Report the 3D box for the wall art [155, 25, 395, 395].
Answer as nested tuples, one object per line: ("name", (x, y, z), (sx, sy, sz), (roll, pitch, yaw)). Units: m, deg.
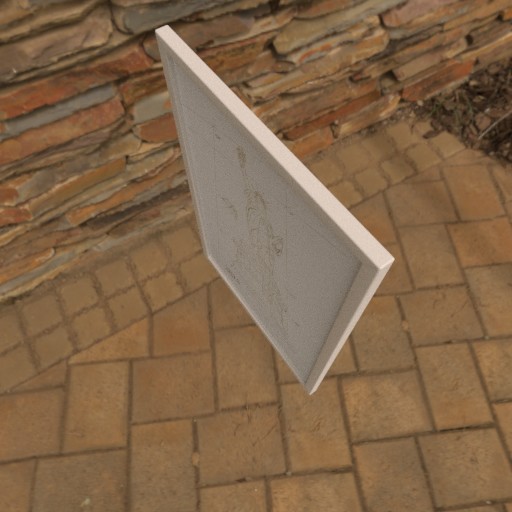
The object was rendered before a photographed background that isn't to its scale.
("wall art", (0.000, 0.000, 1.007), (0.026, 0.813, 0.556), (-32, 67, -16))
